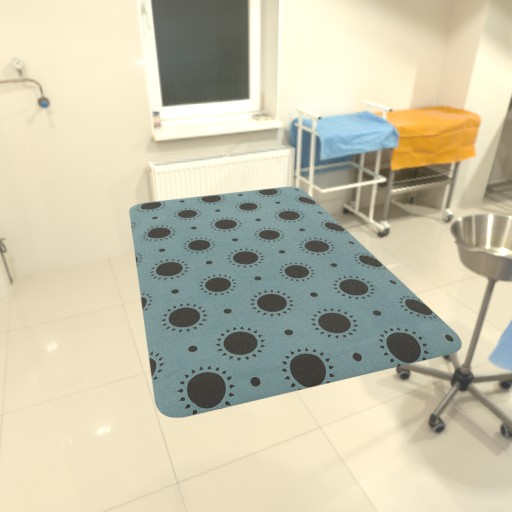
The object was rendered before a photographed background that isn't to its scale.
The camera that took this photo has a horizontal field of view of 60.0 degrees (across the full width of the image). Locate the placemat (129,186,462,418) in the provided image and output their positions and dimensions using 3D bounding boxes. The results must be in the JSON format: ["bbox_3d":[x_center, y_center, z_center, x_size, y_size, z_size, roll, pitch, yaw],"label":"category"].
[{"bbox_3d":[0.000,0.000,0.973,0.508,0.021,0.762,-9,31,-15],"label":"placemat"}]
